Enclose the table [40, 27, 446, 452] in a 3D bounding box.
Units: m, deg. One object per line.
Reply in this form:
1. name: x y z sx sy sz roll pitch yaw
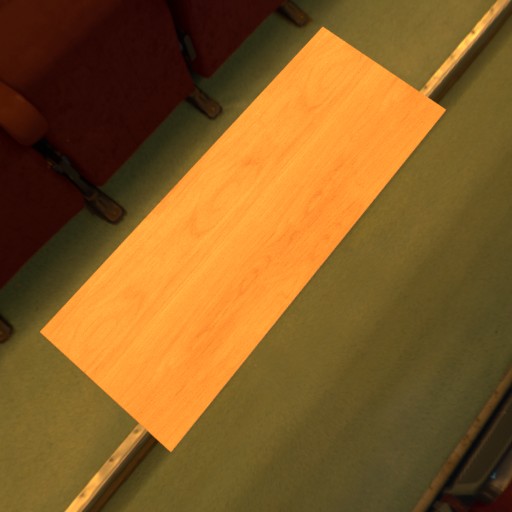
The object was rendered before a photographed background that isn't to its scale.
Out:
1. table: 0.000 0.000 1.263 0.340 0.728 0.900 39 79 9
